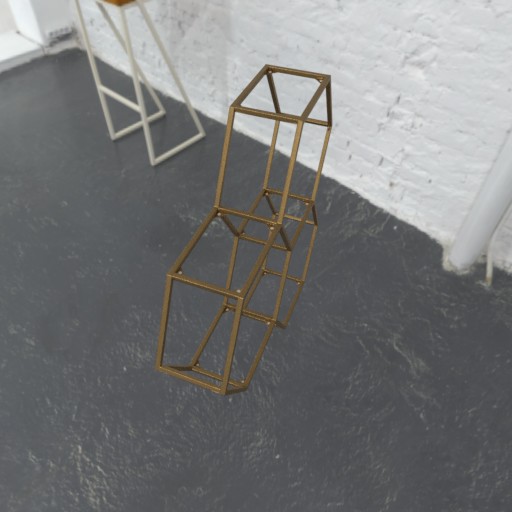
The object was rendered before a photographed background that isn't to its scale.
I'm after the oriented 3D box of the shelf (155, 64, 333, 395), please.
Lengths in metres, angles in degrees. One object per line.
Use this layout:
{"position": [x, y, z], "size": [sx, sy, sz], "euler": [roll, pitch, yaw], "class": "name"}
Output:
{"position": [0.000, 0.000, 1.073], "size": [0.150, 0.701, 0.708], "euler": [16, 49, 14], "class": "shelf"}
